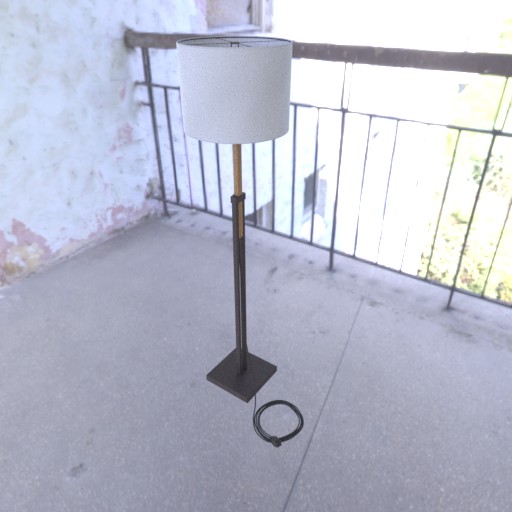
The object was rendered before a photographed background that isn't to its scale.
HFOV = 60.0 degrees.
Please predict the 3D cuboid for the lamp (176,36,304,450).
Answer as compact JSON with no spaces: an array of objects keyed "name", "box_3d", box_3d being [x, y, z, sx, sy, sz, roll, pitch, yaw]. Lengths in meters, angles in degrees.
[{"name":"lamp","box_3d":[0.000,0.000,1.903,0.639,1.650,0.474,20,36,30]}]
